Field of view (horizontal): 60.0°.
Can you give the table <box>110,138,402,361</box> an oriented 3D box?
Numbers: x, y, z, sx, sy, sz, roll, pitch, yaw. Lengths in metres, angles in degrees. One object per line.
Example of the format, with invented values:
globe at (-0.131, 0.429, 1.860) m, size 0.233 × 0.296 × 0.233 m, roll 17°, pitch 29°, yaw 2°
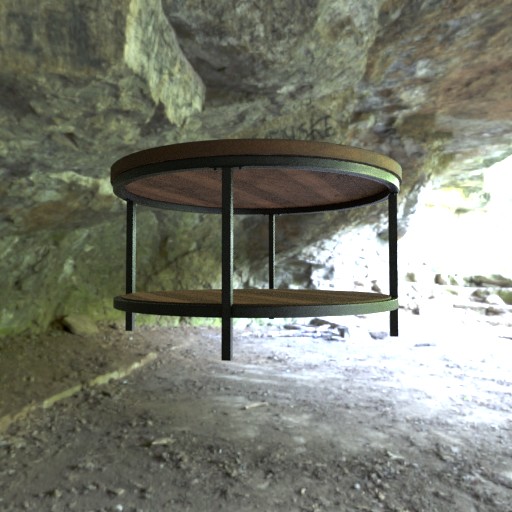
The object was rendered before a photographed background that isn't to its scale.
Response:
table at (0.000, 0.000, 1.333) m, size 0.837 × 0.462 × 0.837 m, roll 0°, pitch -2°, yaw 0°
